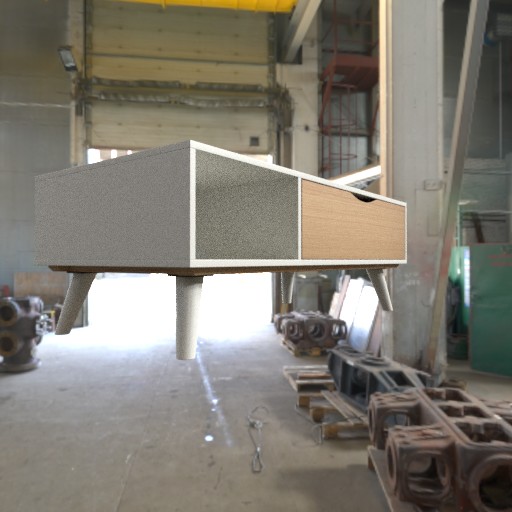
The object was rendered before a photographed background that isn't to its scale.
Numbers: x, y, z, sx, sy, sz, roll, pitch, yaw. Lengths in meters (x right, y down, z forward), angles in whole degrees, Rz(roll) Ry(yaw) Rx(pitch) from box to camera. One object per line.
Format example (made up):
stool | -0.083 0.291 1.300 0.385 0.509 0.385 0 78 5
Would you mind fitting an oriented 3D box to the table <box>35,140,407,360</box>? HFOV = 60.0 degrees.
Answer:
table | 0.000 0.000 1.499 0.609 0.432 1.194 0 -1 38
